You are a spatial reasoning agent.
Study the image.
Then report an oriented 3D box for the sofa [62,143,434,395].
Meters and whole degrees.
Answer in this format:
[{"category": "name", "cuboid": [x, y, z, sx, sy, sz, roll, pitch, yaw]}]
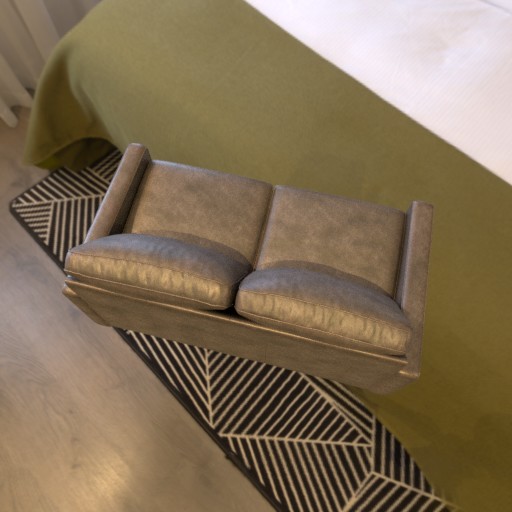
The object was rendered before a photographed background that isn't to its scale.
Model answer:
[{"category": "sofa", "cuboid": [0.000, 0.000, 2.327, 1.732, 0.916, 0.939, 13, 65, 6]}]
